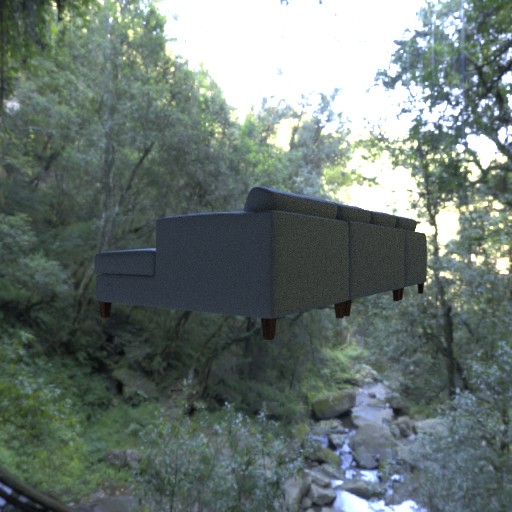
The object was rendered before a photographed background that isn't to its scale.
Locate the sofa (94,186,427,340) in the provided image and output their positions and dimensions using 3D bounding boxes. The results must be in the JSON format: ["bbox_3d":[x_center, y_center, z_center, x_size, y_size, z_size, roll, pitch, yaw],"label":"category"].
[{"bbox_3d":[0.000,0.000,4.484,2.551,0.889,3.403,0,1,35],"label":"sofa"}]
